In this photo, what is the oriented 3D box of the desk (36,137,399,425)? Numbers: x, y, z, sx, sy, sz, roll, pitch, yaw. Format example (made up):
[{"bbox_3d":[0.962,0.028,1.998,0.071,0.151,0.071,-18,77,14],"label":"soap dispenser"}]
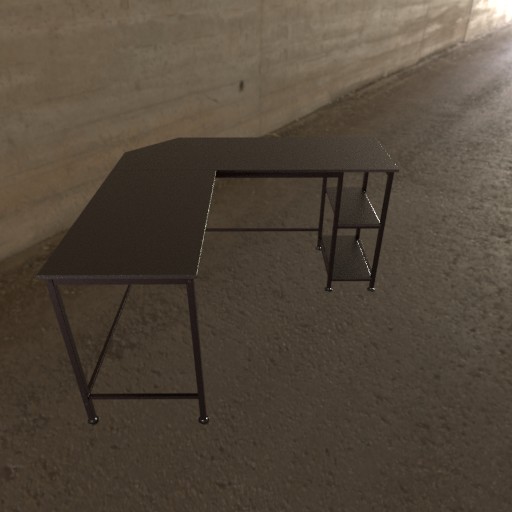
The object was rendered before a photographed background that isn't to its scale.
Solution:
[{"bbox_3d":[0.000,0.000,2.166,1.379,0.739,1.379,0,33,0],"label":"desk"}]
